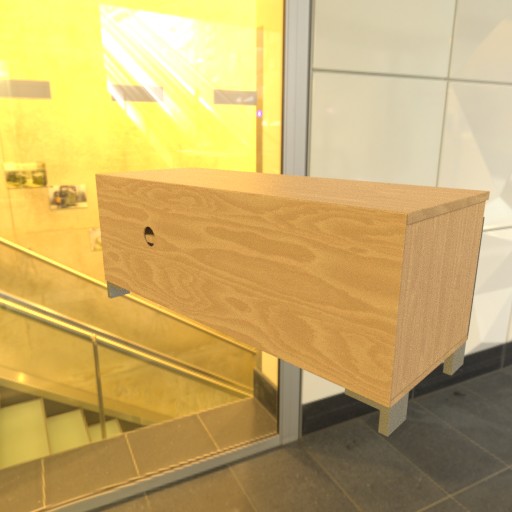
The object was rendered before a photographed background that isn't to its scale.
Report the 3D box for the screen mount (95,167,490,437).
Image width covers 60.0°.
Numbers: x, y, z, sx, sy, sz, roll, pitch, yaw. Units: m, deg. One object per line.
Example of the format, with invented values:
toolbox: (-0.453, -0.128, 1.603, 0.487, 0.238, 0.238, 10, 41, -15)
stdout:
screen mount: (0.000, 0.000, 1.284, 1.084, 0.432, 0.406, 14, 21, 42)
